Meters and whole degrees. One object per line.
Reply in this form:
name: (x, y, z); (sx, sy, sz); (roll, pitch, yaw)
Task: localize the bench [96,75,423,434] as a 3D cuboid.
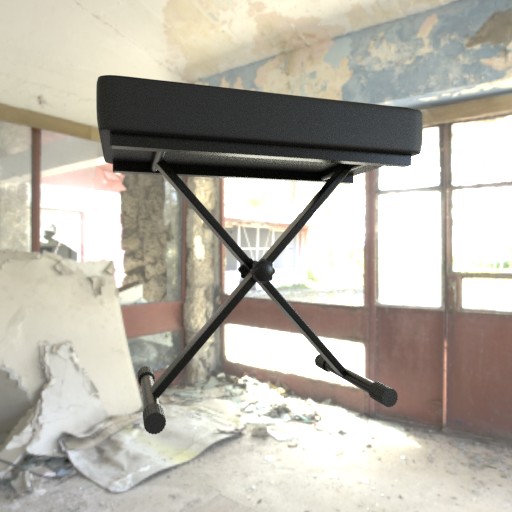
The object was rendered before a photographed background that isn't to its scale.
bench: (0.000, 0.000, 0.904); (0.600, 0.561, 0.300); (0, 0, -17)
